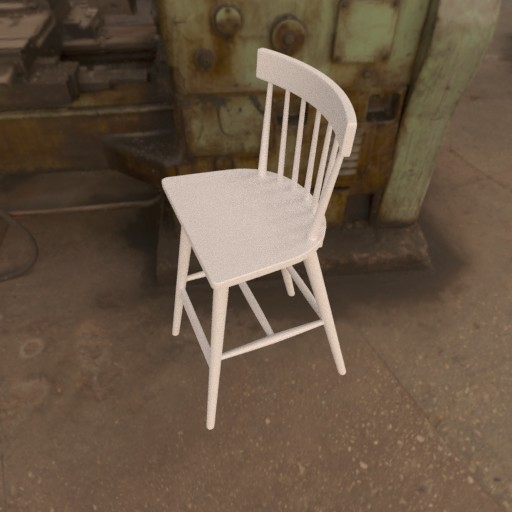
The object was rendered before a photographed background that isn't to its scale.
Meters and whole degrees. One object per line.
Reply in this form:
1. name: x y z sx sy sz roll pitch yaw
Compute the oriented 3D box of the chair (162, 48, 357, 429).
1. chair: 0.000 0.000 1.414 0.572 1.092 0.483 -17 47 -17
